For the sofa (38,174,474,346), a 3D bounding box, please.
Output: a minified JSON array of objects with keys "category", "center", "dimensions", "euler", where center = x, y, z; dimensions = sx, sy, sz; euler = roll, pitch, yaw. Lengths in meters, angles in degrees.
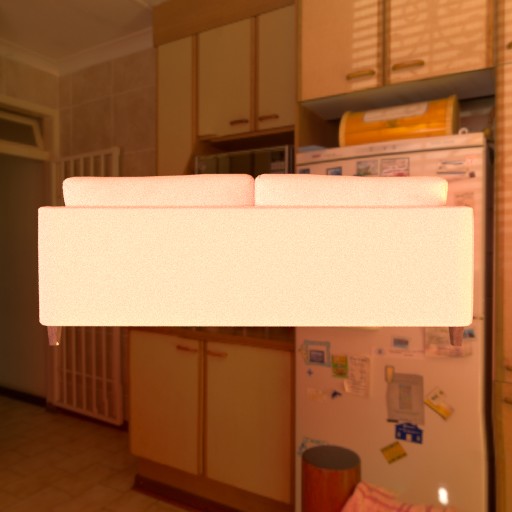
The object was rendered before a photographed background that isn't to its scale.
[{"category":"sofa","center":[0.000,0.000,2.836],"dimensions":[2.361,0.962,0.951],"euler":[0,1,0]}]
